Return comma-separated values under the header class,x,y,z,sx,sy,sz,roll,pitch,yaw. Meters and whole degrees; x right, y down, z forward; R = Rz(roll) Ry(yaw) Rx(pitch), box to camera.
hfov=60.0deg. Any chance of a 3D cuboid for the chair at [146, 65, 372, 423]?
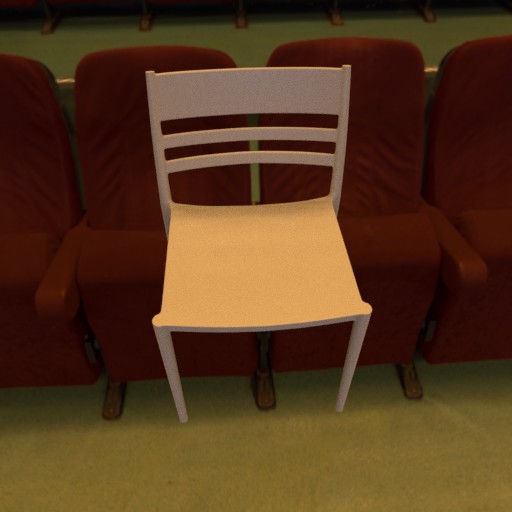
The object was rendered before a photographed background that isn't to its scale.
class,x,y,z,sx,sy,sz,roll,pitch,yaw
chair,0.000,0.000,1.152,0.531,0.800,0.511,-3,46,-3
